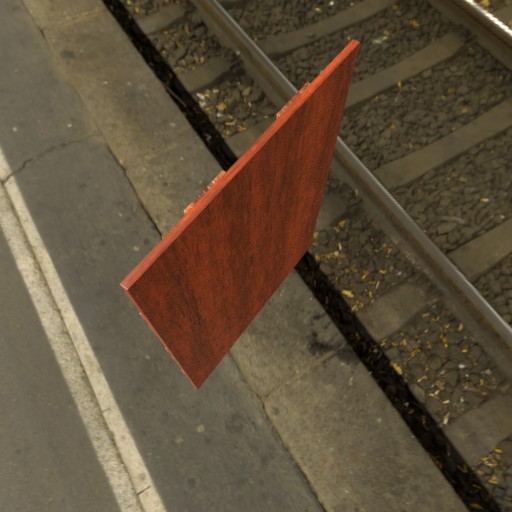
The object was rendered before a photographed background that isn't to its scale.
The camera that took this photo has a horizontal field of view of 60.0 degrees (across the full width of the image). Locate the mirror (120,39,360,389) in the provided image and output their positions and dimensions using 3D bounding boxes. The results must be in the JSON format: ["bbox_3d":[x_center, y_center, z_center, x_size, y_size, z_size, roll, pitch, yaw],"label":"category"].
[{"bbox_3d":[0.000,0.000,1.060,0.021,0.805,0.600,34,69,15],"label":"mirror"}]
